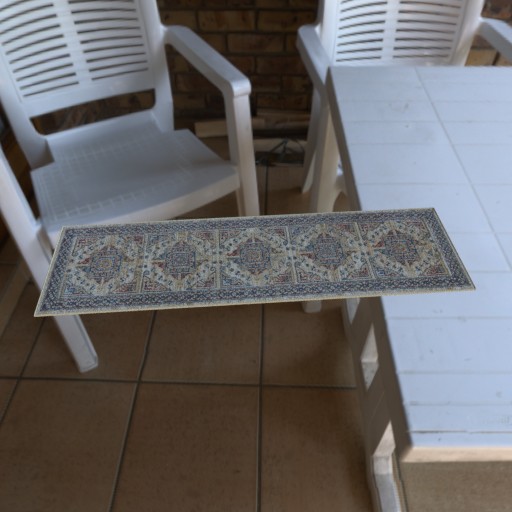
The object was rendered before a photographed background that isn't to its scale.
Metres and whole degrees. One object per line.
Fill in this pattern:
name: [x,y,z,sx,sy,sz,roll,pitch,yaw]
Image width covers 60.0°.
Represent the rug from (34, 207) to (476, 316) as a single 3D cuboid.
rug: [0.000,0.000,2.516,2.297,0.013,0.661,-3,47,-3]
